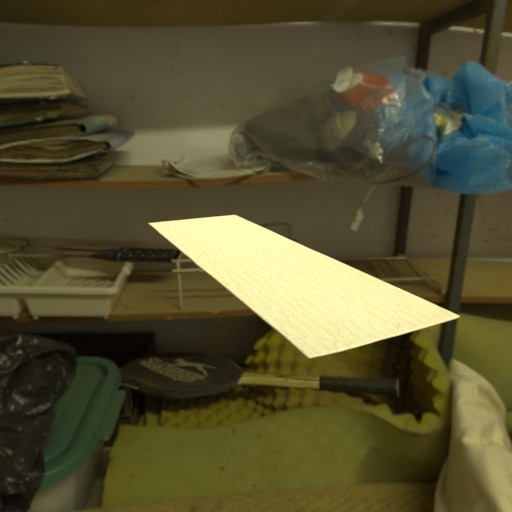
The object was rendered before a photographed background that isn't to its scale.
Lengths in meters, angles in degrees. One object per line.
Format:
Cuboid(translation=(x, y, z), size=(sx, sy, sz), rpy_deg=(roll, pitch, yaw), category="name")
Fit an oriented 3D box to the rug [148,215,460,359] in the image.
Cuboid(translation=(0.000, 0.000, 2.798), size=(0.793, 0.014, 2.450), rpy_deg=(-8, 19, -25), category="rug")
